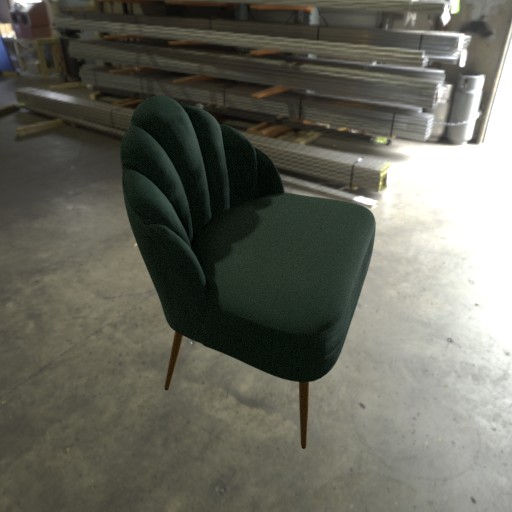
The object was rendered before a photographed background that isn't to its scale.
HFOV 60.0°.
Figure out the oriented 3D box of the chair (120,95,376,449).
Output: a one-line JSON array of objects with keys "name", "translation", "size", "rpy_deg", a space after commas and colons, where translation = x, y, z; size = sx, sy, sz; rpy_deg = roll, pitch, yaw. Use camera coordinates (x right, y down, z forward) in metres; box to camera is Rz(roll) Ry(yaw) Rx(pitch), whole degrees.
[{"name": "chair", "translation": [0.000, 0.000, 1.250], "size": [0.599, 0.819, 0.657], "rpy_deg": [12, 33, 18]}]
